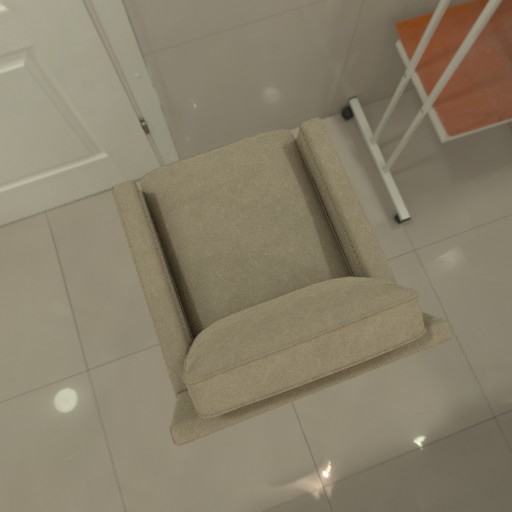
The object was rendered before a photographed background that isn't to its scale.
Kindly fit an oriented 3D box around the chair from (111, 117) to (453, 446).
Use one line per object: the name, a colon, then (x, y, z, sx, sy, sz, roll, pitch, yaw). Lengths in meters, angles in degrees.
chair: (0.000, 0.000, 1.670, 0.853, 0.943, 1.014, -20, 76, -5)
